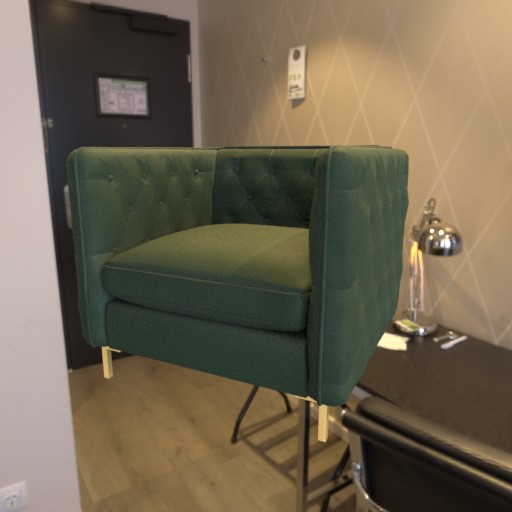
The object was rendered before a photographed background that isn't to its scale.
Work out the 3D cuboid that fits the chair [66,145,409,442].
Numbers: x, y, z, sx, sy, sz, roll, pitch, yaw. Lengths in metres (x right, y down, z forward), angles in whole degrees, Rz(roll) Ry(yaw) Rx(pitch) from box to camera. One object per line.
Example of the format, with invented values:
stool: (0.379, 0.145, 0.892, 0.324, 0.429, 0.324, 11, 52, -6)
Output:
chair: (0.000, 0.000, 1.569, 0.917, 0.768, 0.855, 6, 15, 26)
